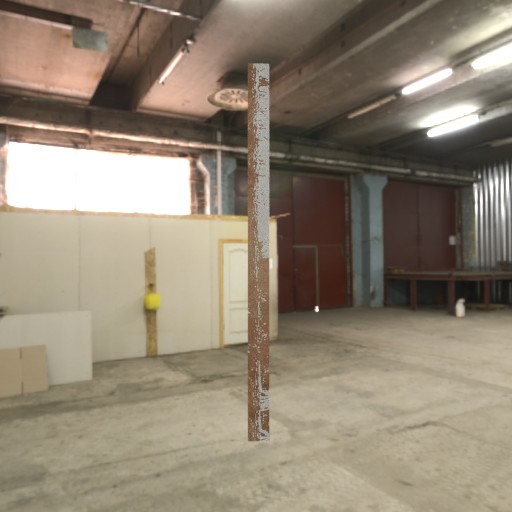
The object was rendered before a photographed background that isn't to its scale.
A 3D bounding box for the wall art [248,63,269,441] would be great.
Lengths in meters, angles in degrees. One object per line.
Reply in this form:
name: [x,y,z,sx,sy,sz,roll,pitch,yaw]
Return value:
wall art: [0.000,0.000,1.170,0.035,0.609,0.914,0,-1,-1]
